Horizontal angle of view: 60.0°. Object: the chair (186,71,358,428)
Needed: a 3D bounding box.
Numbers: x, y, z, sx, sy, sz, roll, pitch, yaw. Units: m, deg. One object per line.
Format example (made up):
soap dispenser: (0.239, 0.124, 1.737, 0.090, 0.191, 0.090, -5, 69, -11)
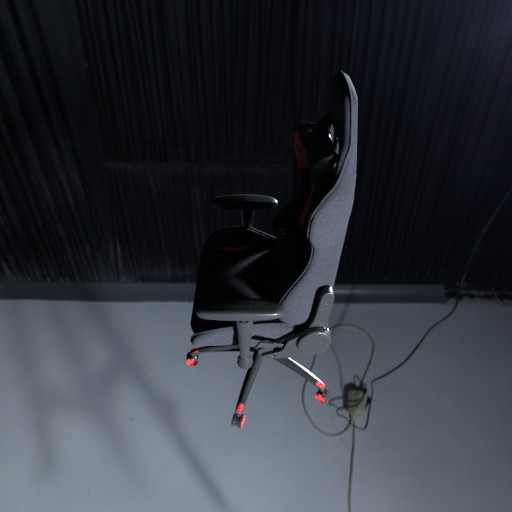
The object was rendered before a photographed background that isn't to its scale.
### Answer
chair: (0.000, 0.000, 1.682, 0.658, 1.326, 0.695, 0, 40, 0)
